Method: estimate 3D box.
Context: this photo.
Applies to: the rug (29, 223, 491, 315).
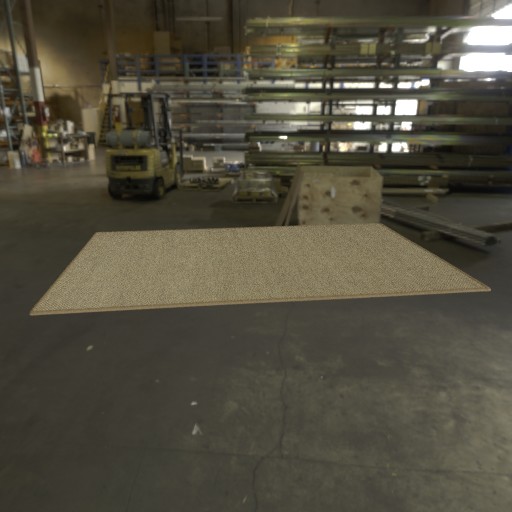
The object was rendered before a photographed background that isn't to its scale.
[{"bbox_3d":[0.000,0.000,2.077,1.667,0.013,1.062,-2,18,-7],"label":"rug"}]
